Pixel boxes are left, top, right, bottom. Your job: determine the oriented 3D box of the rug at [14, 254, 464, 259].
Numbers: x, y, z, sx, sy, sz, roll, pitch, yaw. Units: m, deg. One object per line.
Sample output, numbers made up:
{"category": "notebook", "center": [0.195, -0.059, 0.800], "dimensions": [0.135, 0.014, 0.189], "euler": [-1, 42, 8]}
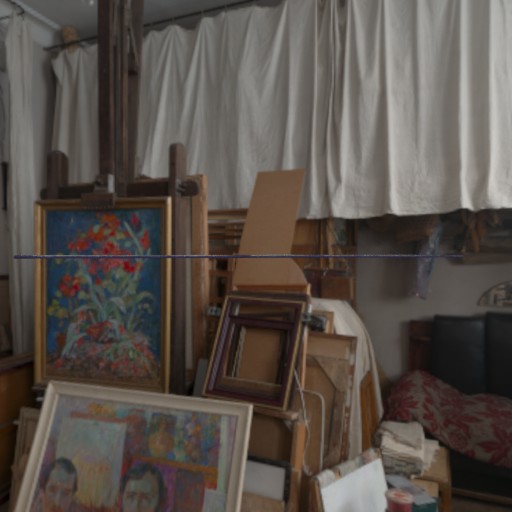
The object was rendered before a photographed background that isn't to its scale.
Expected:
{"category": "rug", "center": [0.000, 0.000, 2.450], "dimensions": [2.283, 0.016, 0.602], "euler": [0, 0, -18]}
